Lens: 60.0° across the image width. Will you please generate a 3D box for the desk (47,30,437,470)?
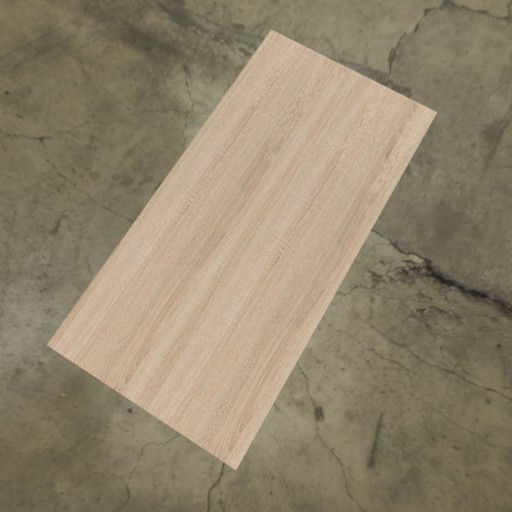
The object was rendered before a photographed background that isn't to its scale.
[{"bbox_3d":[0.000,0.000,1.388,0.499,0.660,0.991,30,77,8],"label":"desk"}]
